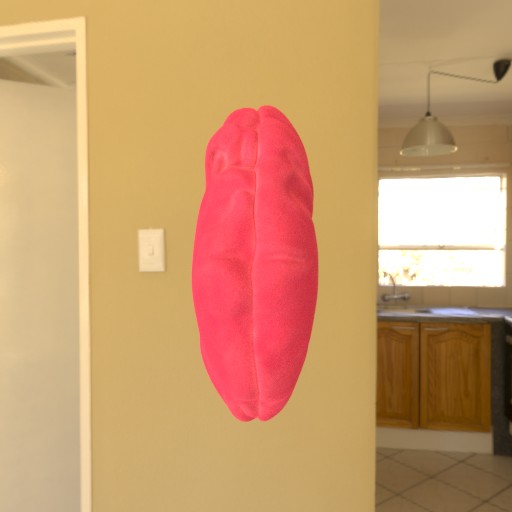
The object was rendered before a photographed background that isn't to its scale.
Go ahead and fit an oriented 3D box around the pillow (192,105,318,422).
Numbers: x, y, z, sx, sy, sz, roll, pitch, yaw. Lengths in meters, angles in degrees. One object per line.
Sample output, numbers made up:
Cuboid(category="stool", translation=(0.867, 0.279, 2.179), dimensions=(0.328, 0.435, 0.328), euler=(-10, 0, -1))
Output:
Cuboid(category="pillow", translation=(0.000, 0.000, 0.639), dimensions=(0.148, 0.407, 0.428), euler=(0, 1, 0))
